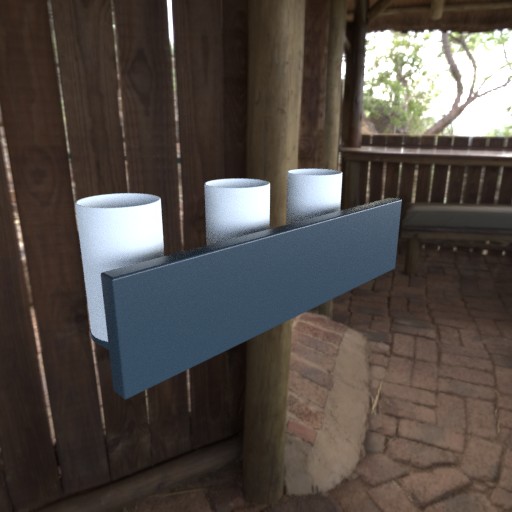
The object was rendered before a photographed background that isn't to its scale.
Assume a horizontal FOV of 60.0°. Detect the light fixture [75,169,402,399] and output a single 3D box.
[{"bbox_3d":[0.000,0.000,0.543,0.145,0.172,0.451,16,24,42],"label":"light fixture"}]
